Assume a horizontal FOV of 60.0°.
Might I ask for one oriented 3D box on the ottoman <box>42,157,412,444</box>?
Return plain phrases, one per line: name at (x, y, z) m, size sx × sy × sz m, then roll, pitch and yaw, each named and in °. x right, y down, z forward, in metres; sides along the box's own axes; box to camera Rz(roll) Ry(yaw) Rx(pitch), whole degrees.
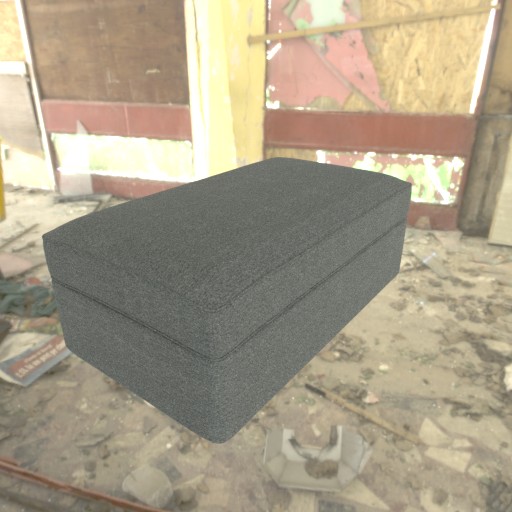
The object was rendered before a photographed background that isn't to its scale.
ottoman at (0.000, 0.000, 1.567) m, size 0.681 × 0.494 × 1.173 m, roll 18°, pitch 30°, yaw 33°
